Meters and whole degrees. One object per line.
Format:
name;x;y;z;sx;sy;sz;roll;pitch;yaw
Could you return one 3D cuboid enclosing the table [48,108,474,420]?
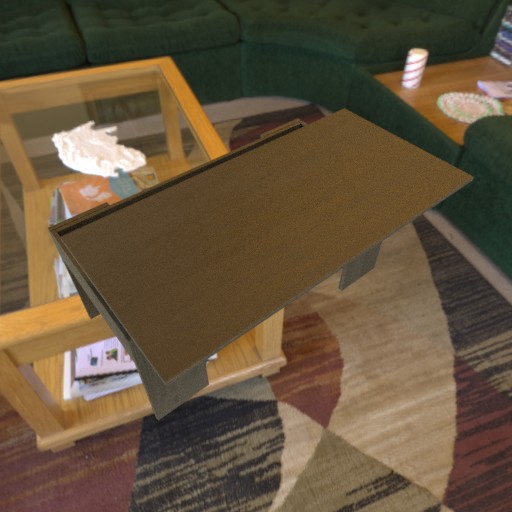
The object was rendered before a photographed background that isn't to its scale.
table;0.000;0.000;1.426;1.000;0.570;0.711;-30;54;-25
